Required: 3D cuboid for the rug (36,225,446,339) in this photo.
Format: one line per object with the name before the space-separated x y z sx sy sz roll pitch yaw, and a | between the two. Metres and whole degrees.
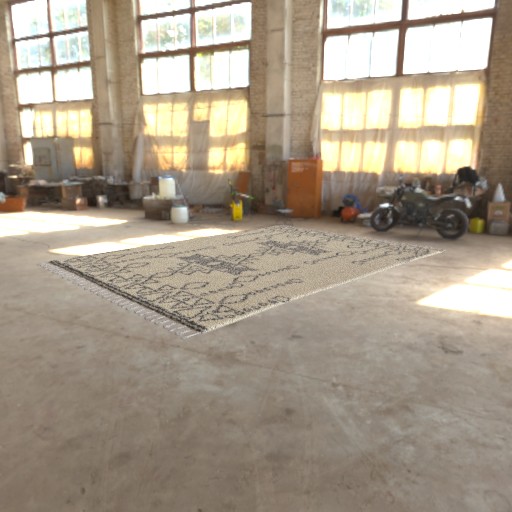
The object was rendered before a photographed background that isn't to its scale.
rug | 0.000 0.000 3.920 3.027 0.028 2.125 -12 18 -43
